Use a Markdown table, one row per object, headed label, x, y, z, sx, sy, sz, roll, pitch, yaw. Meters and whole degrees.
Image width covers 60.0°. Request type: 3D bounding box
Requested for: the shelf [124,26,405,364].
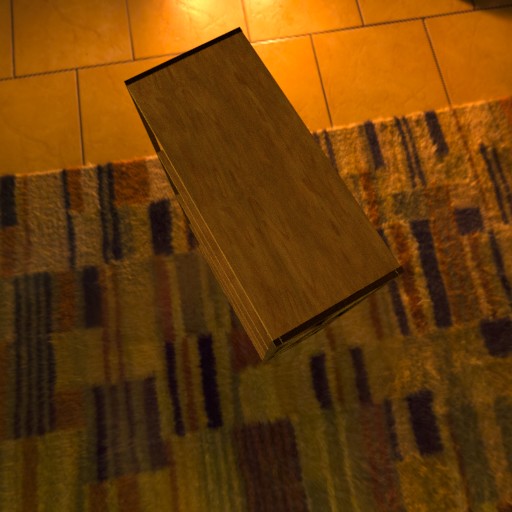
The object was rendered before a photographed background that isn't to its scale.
| label | x | y | z | sx | sy | sz | roll | pitch | yaw |
| --- | --- | --- | --- | --- | --- | --- | --- | --- | --- |
| shelf | 0.000 | 0.000 | 2.084 | 0.386 | 1.803 | 0.874 | -29 | 77 | -7 |
